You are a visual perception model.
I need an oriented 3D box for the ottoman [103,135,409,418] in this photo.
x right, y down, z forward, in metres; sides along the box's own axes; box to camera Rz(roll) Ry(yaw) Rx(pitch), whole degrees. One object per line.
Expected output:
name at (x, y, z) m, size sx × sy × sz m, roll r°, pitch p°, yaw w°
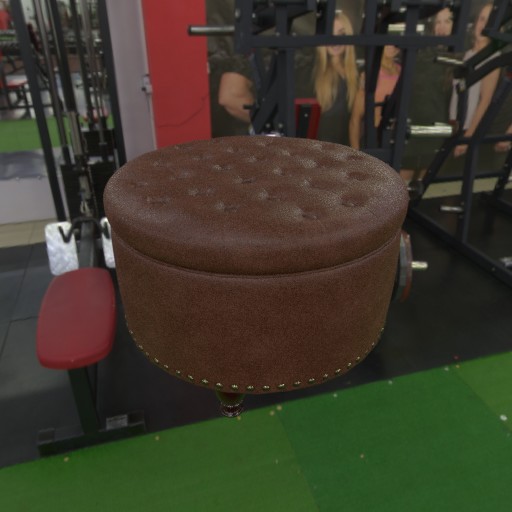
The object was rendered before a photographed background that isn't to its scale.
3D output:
ottoman at (0.000, 0.000, 1.051) m, size 0.637 × 0.442 × 0.637 m, roll 0°, pitch 29°, yaw 0°
